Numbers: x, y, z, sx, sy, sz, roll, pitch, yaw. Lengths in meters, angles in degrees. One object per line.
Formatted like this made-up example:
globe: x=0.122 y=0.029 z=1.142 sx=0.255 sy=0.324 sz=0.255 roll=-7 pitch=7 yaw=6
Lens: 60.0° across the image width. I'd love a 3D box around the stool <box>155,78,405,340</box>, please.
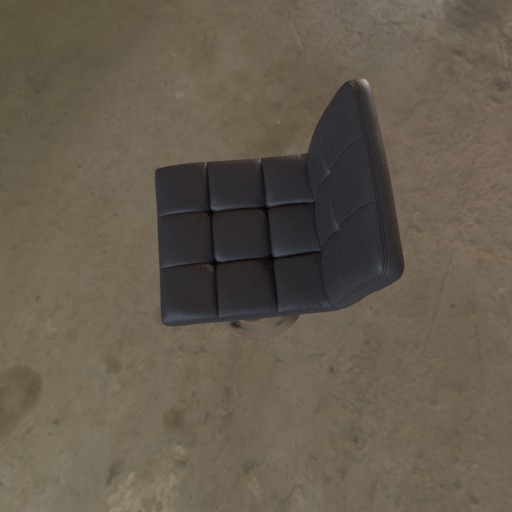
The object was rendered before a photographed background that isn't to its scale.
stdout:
stool: x=0.000 y=0.000 z=1.345 sx=0.505 sy=1.115 sz=0.430 roll=-5 pitch=75 yaw=-1
